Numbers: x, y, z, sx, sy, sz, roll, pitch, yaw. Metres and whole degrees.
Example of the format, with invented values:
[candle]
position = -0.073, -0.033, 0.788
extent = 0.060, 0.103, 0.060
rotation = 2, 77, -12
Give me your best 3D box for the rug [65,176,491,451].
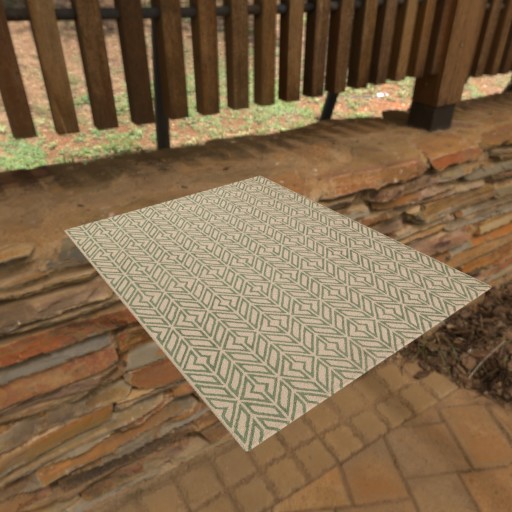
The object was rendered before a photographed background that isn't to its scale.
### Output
[rug]
position = 0.000, 0.000, 3.960
extent = 2.441, 0.017, 3.050
rotation = -22, 37, -31
